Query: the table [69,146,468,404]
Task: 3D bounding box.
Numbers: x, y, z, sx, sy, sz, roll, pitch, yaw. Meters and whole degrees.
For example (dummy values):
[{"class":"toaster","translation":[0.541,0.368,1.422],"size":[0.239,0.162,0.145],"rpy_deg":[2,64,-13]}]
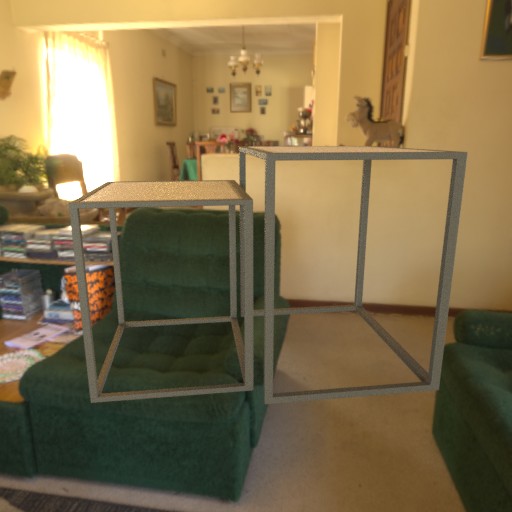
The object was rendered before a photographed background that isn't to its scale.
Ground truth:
[{"class":"table","translation":[0.000,0.000,1.150],"size":[0.788,0.540,0.508],"rpy_deg":[-2,15,-8]}]
